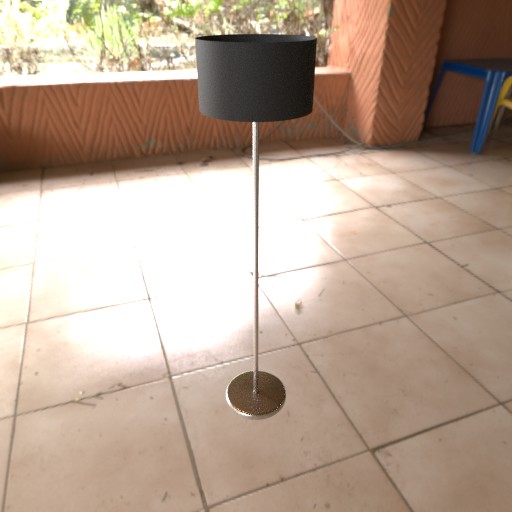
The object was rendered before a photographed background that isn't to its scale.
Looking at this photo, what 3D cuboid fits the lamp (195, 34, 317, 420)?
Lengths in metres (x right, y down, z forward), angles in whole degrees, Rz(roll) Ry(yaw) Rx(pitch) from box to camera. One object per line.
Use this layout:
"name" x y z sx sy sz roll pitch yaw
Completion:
"lamp" 0.000 0.000 1.630 0.348 1.443 0.348 -11 32 -18
